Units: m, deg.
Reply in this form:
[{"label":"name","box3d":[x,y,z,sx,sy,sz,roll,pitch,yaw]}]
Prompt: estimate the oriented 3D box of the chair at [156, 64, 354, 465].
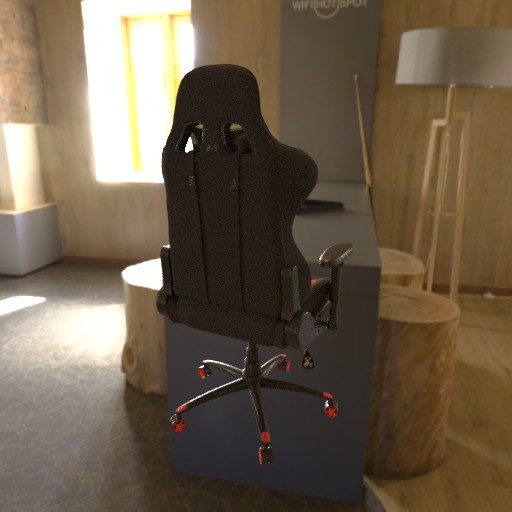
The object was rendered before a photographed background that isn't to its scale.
[{"label":"chair","box3d":[0.000,0.000,1.727,0.695,1.326,0.658,8,18,26]}]
